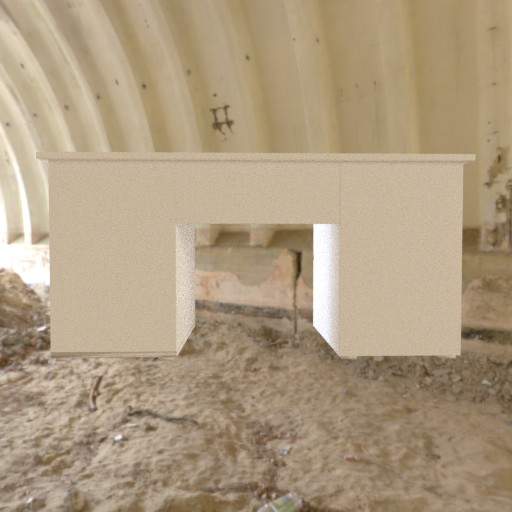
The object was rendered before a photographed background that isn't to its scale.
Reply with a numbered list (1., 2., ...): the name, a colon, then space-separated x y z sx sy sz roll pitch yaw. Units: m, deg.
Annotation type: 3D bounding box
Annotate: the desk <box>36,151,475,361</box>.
1. desk: 0.000 0.000 1.937 1.580 0.760 0.670 0 2 -2
